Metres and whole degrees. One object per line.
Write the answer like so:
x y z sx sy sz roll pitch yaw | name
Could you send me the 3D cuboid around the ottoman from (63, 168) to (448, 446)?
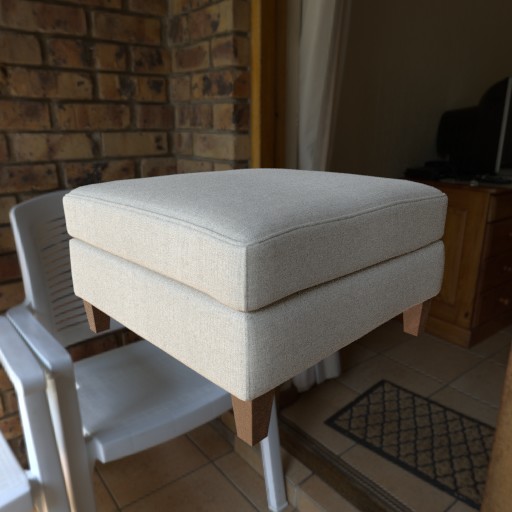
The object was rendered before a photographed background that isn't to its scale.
0.000 0.000 1.357 0.838 0.503 0.838 -15 23 -42 | ottoman
